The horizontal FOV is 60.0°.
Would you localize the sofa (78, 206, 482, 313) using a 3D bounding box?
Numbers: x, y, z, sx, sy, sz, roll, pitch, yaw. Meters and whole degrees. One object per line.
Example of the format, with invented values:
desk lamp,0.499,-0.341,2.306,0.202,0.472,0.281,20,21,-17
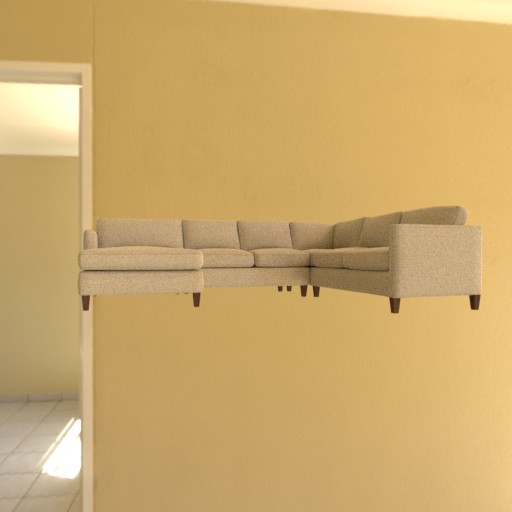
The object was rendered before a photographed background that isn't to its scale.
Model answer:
sofa,0.000,0.000,4.625,3.460,0.959,2.593,0,0,-17
